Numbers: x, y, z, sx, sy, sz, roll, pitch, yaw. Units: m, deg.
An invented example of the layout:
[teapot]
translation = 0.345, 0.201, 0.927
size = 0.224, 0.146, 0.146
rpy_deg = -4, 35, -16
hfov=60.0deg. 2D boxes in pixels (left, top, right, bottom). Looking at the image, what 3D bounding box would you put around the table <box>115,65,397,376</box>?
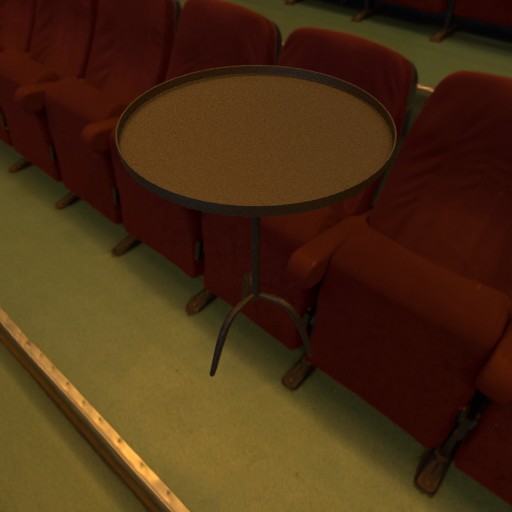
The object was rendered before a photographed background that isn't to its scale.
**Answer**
[table]
translation = 0.000, 0.000, 1.056
size = 0.502, 0.700, 0.502
rpy_deg = 32, 53, 28
